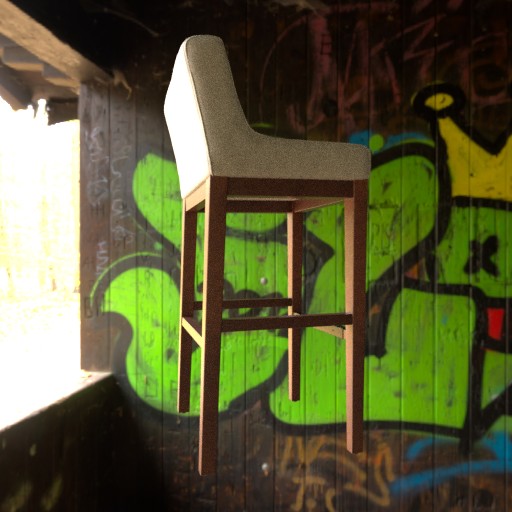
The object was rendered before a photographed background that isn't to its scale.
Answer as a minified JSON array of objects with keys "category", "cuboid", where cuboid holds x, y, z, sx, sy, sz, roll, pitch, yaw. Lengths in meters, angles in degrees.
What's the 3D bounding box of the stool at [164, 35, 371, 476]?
[{"category":"stool","cuboid":[0.000,0.000,1.311,0.500,1.037,0.511,0,0,-17]}]
